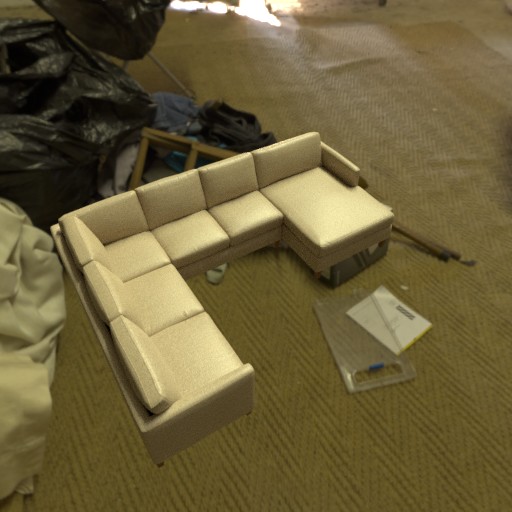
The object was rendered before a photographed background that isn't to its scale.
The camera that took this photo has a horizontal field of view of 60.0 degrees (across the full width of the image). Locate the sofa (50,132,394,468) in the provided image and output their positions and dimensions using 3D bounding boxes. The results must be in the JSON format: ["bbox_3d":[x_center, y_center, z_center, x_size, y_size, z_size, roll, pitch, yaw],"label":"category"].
[{"bbox_3d":[0.000,0.000,4.613,3.460,0.961,2.594,-24,49,-22],"label":"sofa"}]
